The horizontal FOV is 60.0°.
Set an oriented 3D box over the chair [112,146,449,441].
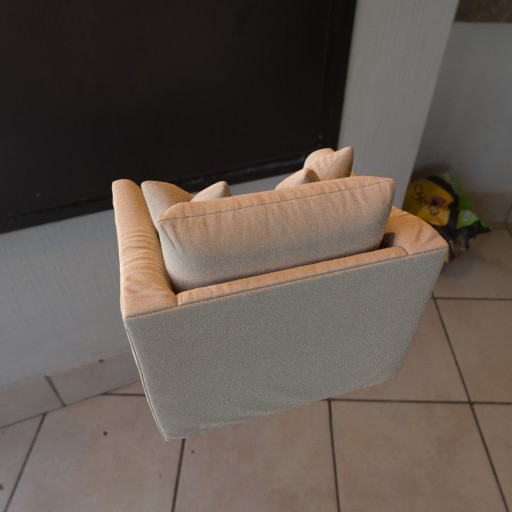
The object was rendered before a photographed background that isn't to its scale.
[{"bbox_3d":[0.000,0.000,2.080,1.194,1.093,1.071,-11,44,-12],"label":"chair"}]
